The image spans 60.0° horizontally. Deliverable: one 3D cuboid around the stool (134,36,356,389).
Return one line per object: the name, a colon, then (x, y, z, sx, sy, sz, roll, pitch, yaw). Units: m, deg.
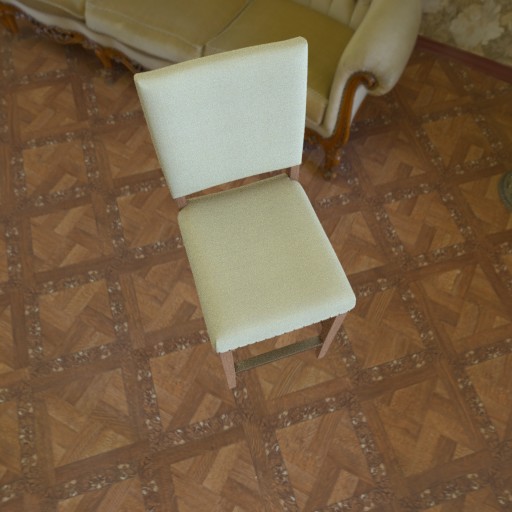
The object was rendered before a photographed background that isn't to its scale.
stool: (0.000, 0.000, 1.483, 0.445, 1.168, 0.584, -17, 65, -8)
